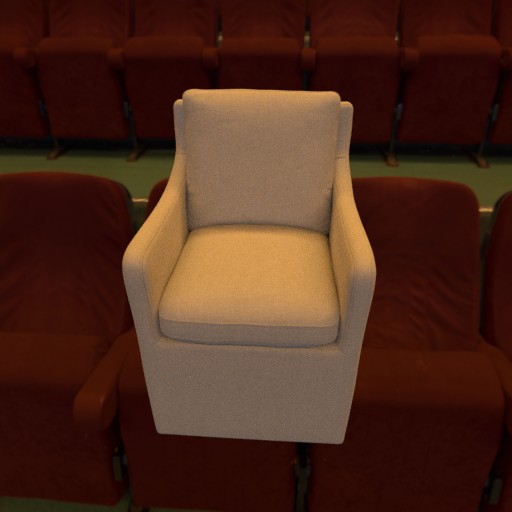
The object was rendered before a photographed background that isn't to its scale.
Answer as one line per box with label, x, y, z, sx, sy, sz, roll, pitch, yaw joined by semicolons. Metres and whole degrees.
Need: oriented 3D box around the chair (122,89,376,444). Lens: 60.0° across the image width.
chair;0.000;0.000;1.388;0.626;0.914;0.694;2;31;3
